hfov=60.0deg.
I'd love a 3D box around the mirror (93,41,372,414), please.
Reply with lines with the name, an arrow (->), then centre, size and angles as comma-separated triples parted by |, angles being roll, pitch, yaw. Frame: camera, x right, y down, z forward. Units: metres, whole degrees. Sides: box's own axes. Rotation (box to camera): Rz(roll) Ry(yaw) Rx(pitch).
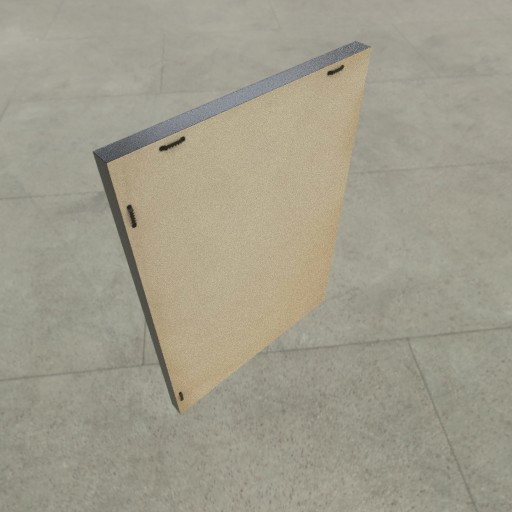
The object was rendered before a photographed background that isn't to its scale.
mirror -> 0.000, 0.000, 0.910 | 0.507, 0.710, 0.040 | -33, 55, -27
